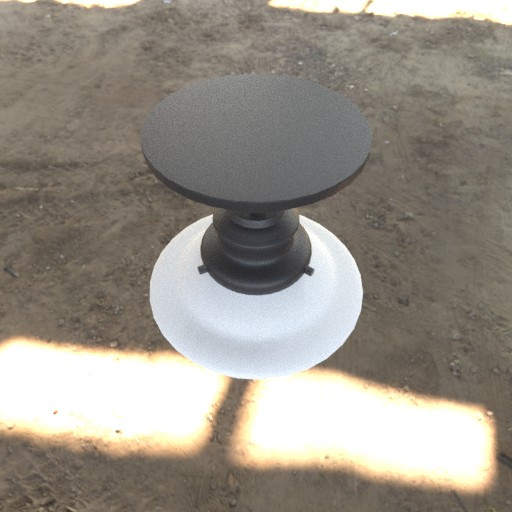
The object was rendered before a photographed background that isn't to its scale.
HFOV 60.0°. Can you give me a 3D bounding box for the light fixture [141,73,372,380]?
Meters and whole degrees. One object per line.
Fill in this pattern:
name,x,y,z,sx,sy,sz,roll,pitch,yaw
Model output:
light fixture,0.000,0.000,0.386,0.197,0.254,0.197,0,48,0
